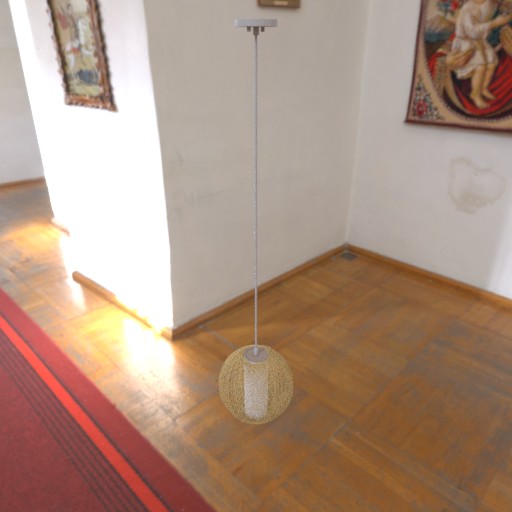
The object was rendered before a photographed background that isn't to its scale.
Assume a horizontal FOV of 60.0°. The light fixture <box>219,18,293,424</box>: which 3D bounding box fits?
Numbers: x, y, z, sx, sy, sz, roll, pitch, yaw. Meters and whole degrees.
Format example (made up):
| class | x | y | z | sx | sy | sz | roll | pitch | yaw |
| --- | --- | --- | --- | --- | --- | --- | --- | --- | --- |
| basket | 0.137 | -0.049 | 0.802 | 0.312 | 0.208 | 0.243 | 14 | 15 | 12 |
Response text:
| class | x | y | z | sx | sy | sz | roll | pitch | yaw |
| --- | --- | --- | --- | --- | --- | --- | --- | --- | --- |
| light fixture | 0.000 | 0.000 | 2.076 | 0.406 | 1.955 | 0.407 | 0 | 26 | 0 |
